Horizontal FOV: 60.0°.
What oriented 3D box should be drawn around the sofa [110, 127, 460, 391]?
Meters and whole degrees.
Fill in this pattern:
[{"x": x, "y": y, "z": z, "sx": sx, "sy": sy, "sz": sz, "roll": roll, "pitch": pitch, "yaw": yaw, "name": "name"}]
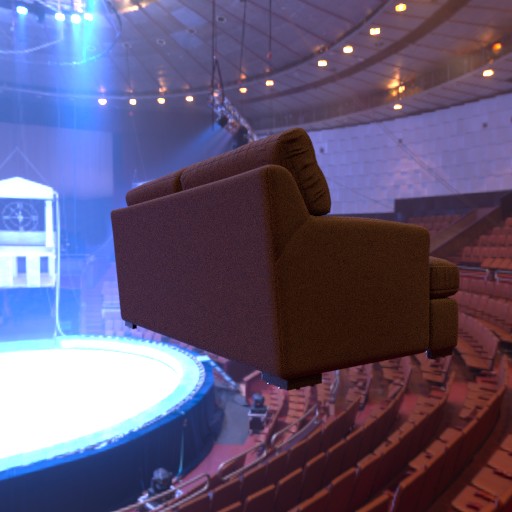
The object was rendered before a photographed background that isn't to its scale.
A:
[{"x": 0.000, "y": 0.000, "z": 2.527, "sx": 1.140, "sy": 0.950, "sz": 1.869, "roll": 0, "pitch": 0, "yaw": -34, "name": "sofa"}]
